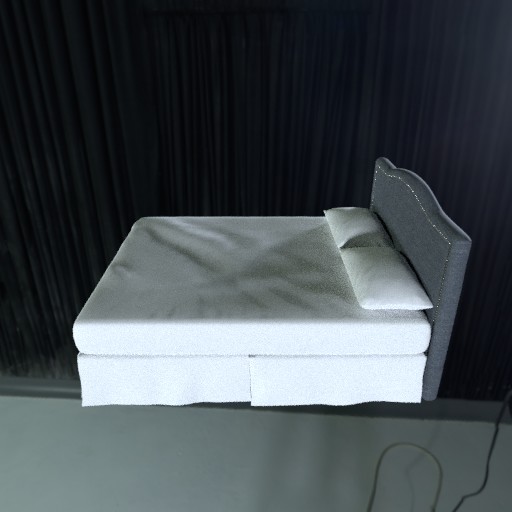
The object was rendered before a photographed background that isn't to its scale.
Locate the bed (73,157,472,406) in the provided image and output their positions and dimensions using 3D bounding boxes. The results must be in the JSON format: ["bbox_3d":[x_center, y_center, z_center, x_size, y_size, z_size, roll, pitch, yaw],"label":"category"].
[{"bbox_3d":[0.000,0.000,3.936,2.689,1.457,2.161,0,27,0],"label":"bed"}]
